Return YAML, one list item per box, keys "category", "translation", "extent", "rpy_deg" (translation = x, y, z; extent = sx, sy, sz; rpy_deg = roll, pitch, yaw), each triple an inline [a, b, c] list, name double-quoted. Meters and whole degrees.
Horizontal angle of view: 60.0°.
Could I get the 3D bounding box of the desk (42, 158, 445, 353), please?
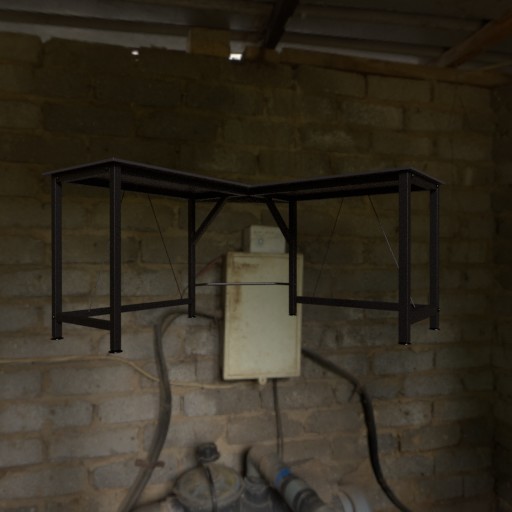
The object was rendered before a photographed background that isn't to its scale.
- category: "desk"
  translation: [0.000, 0.000, 2.168]
  extent: [1.400, 0.762, 1.400]
  rpy_deg: [0, 0, 37]
